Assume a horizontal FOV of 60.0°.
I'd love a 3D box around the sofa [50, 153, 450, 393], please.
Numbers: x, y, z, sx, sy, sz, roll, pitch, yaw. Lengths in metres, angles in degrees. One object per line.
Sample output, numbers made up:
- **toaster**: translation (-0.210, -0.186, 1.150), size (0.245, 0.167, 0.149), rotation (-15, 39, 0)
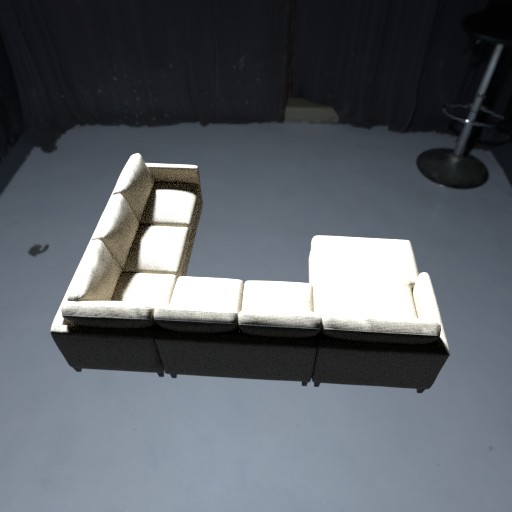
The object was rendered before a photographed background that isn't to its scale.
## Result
- **sofa**: translation (0.000, 0.000, 4.807), size (3.460, 0.959, 2.593), rotation (3, 47, 3)
